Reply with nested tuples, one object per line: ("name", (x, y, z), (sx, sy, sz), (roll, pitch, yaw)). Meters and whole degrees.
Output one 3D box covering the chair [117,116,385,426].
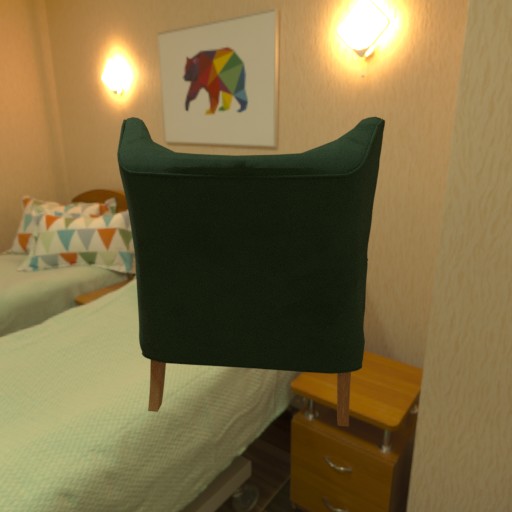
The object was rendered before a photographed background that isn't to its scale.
("chair", (0.000, 0.000, 1.596), (0.793, 0.952, 0.910), (2, 17, 7))
